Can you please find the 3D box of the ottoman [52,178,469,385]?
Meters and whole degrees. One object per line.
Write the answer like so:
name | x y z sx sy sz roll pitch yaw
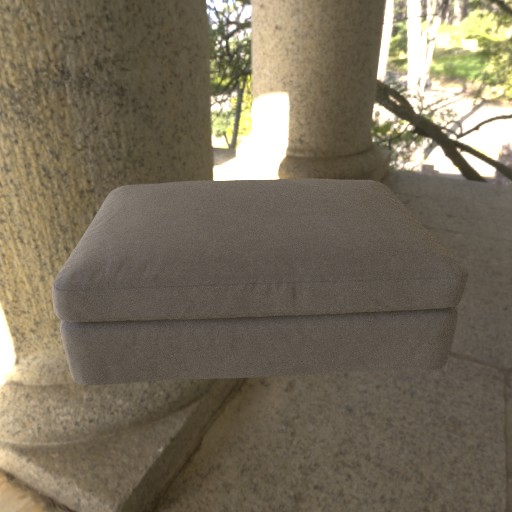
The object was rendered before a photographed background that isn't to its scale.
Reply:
ottoman | 0.000 0.000 1.625 1.199 0.429 0.840 -2 29 -3
